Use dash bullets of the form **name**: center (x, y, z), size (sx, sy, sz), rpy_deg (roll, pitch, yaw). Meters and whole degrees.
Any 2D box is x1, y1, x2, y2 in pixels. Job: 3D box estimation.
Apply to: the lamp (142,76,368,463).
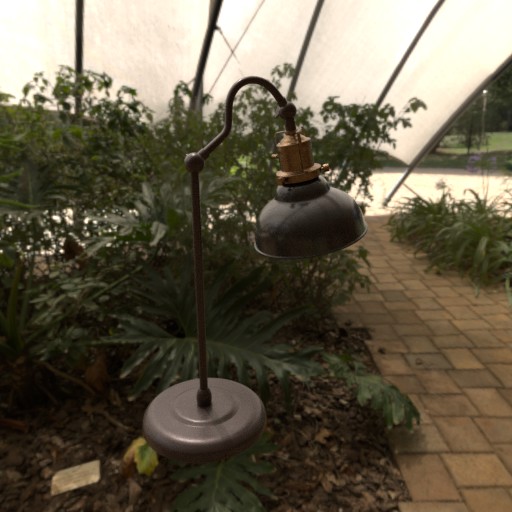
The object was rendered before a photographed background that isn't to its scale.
- **lamp**: center (0.000, 0.000, 0.671), size (0.374, 0.508, 0.192), rpy_deg (-8, 17, -28)
